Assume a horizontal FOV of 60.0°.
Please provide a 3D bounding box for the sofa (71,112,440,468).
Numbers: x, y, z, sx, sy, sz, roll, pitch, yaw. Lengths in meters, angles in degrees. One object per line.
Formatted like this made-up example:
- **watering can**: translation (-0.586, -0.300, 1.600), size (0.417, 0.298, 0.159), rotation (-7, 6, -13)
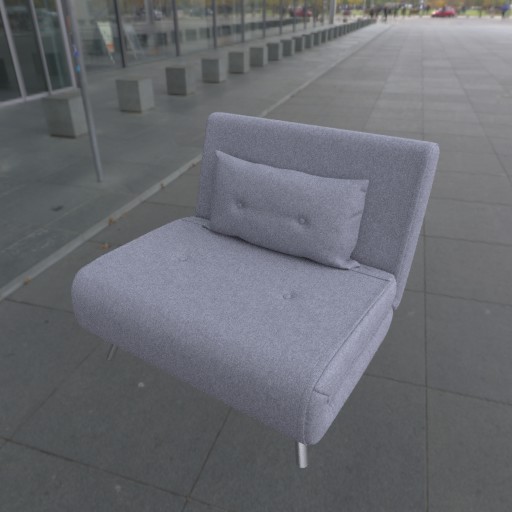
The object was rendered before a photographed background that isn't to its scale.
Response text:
- **sofa**: translation (0.000, 0.000, 1.694), size (1.020, 0.825, 1.000), rotation (18, 34, 28)
